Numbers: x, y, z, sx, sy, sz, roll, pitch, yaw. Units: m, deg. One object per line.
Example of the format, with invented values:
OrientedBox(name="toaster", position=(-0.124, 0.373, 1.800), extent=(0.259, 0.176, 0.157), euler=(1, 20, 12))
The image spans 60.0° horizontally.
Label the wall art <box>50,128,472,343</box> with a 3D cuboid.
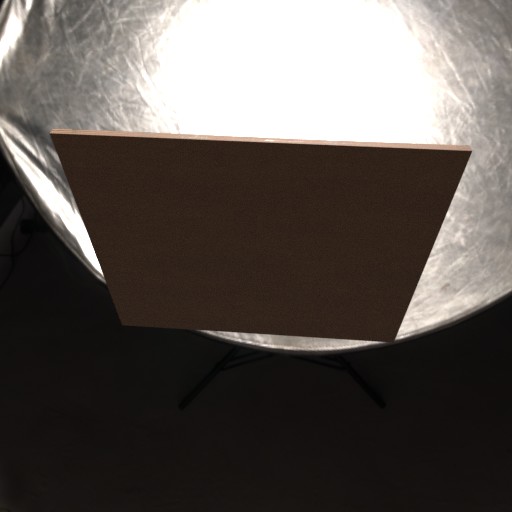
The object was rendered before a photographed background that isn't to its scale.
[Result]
OrientedBox(name="wall art", position=(0.000, 0.000, 0.682), extent=(0.508, 0.408, 0.012), euler=(3, 46, 3))
